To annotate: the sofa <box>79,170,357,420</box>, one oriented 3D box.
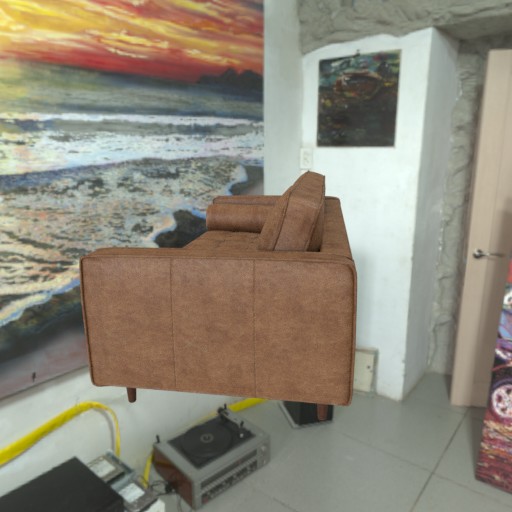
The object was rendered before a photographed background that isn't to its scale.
[{"bbox_3d":[0.000,0.000,2.339,0.924,0.825,1.920,2,14,9],"label":"sofa"}]
